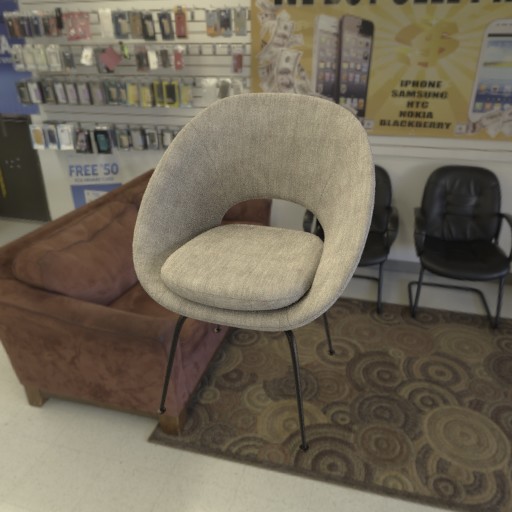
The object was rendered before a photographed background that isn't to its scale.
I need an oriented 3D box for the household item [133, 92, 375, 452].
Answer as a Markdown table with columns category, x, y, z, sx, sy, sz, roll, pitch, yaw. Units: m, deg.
| category | x | y | z | sx | sy | sz | roll | pitch | yaw |
| --- | --- | --- | --- | --- | --- | --- | --- | --- | --- |
| household item | 0.000 | 0.000 | 1.321 | 0.643 | 0.869 | 0.587 | 8 | 27 | 16 |
